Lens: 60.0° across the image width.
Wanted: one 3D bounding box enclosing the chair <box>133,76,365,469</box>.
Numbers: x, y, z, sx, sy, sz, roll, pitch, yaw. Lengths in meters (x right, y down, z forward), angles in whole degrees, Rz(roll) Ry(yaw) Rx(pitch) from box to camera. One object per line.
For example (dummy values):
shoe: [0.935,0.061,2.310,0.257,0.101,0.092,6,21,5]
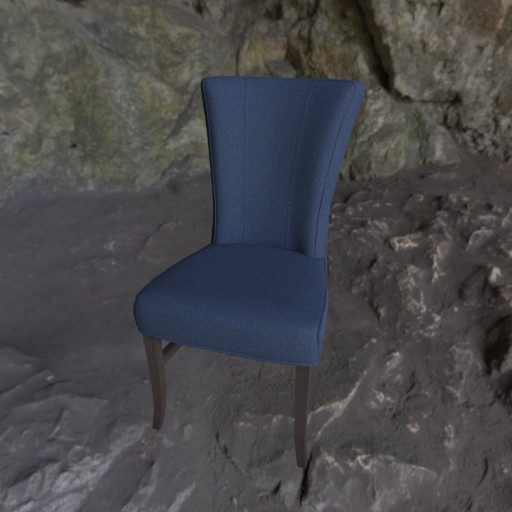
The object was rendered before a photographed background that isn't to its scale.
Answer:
chair: [0.000,0.000,1.370,0.520,0.991,0.660,8,27,15]
